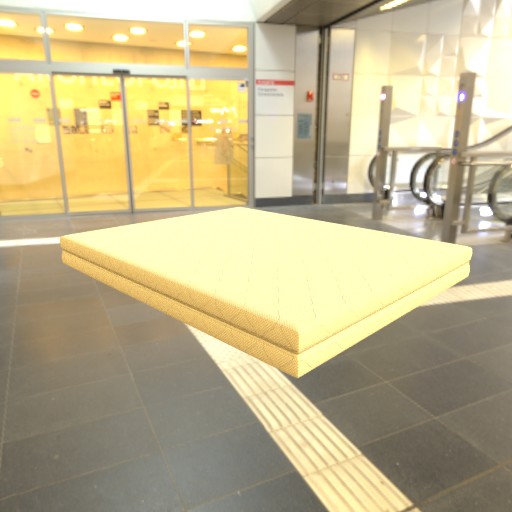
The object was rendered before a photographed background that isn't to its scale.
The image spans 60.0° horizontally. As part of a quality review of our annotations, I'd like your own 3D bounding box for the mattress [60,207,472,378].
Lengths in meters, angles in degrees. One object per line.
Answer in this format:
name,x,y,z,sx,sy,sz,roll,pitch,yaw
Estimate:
mattress,0.000,0.000,2.751,2.000,0.200,1.600,15,22,43
